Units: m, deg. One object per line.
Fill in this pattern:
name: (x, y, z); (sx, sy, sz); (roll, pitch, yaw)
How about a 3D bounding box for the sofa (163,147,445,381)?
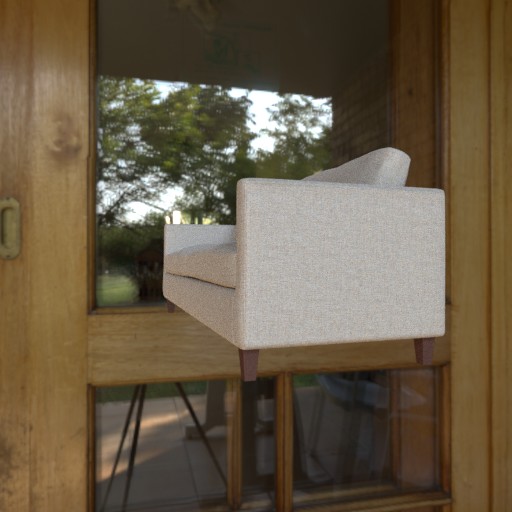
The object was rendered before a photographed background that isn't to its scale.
sofa: (0.000, 0.000, 2.897); (0.951, 0.965, 2.434); (0, 0, -18)
